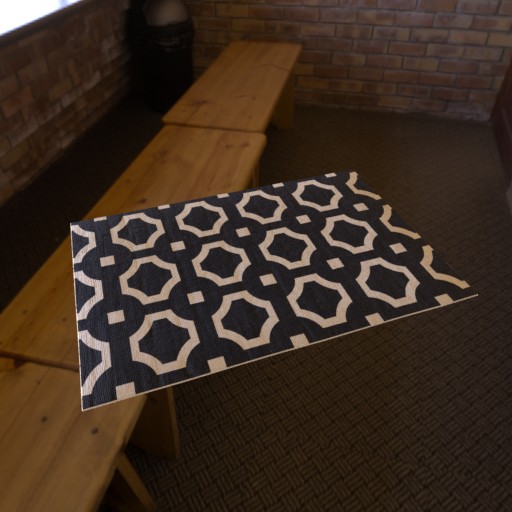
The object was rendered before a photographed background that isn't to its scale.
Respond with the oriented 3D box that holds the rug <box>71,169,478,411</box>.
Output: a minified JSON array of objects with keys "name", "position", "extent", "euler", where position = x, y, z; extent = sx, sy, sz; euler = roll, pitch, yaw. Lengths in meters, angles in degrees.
[{"name":"rug","position":[0.000,0.000,2.926],"extent":[2.286,0.016,1.555],"euler":[-13,43,-14]}]
